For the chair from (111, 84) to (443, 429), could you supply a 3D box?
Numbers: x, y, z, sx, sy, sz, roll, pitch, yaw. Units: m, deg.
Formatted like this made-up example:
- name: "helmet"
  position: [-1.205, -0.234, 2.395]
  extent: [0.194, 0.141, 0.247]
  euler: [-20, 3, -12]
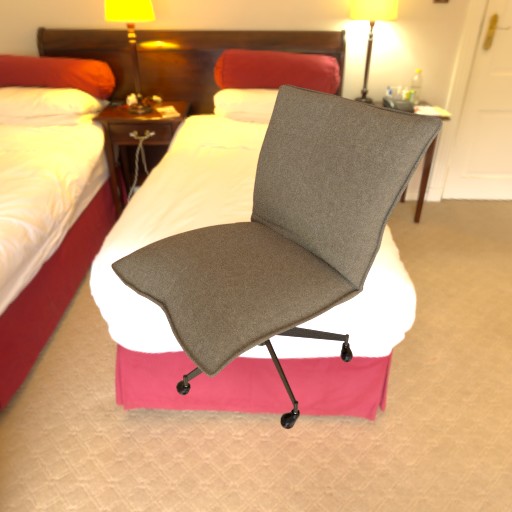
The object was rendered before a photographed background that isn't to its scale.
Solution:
- name: "chair"
  position: [0.000, 0.000, 1.292]
  extent: [0.696, 0.811, 0.597]
  euler: [-21, 37, -30]
